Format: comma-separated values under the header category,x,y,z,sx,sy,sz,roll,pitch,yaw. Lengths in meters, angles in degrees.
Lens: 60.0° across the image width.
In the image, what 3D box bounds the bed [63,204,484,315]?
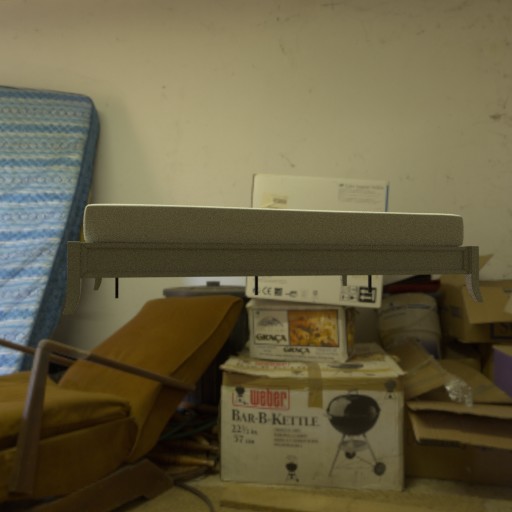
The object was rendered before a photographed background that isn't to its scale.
category,x,y,z,sx,sy,sz,roll,pitch,yaw
bed,0.000,0.000,2.885,2.108,0.510,1.604,0,-1,-16
